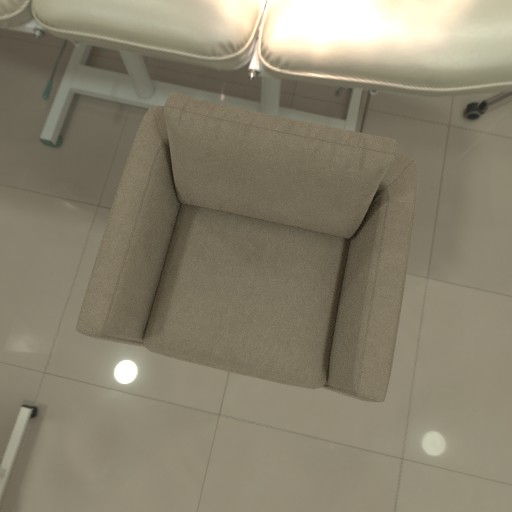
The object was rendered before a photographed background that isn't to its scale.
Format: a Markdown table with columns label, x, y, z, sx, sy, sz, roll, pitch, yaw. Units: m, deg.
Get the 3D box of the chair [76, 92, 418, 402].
| label | x | y | z | sx | sy | sz | roll | pitch | yaw |
| --- | --- | --- | --- | --- | --- | --- | --- | --- | --- |
| chair | 0.000 | 0.000 | 1.700 | 1.041 | 0.864 | 0.889 | 12 | 77 | 3 |
